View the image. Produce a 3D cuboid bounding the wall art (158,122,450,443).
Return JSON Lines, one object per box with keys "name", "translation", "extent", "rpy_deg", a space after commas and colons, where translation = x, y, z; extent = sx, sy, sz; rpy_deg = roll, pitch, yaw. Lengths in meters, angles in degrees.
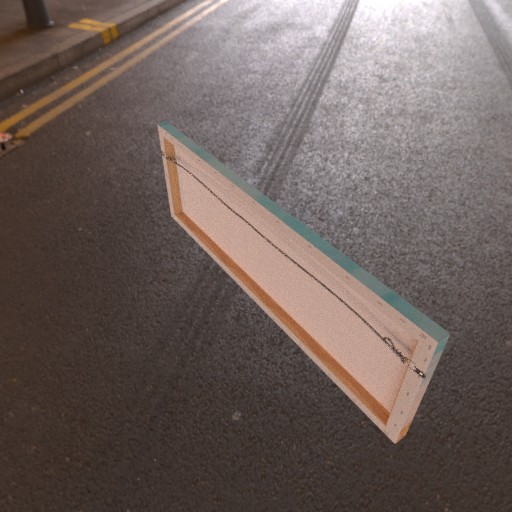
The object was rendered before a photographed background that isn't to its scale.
{"name": "wall art", "translation": [0.000, 0.000, 0.847], "extent": [0.044, 0.254, 0.759], "rpy_deg": [-25, 47, -26]}
